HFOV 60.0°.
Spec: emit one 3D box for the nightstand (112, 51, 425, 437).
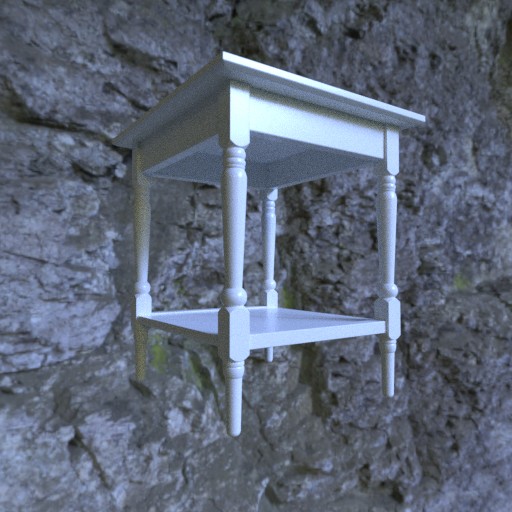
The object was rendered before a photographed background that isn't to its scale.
[{"bbox_3d":[0.000,0.000,0.939,0.459,0.555,0.505,1,-2,-35],"label":"nightstand"}]
